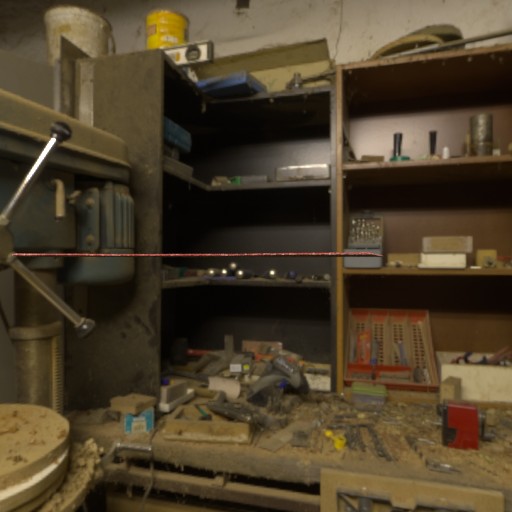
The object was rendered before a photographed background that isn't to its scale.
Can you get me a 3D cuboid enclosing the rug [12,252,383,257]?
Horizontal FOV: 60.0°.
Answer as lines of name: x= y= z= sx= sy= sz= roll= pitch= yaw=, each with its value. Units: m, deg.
rug: x=0.000 y=0.000 z=2.121 sx=1.139 sy=0.011 sz=1.747 roll=0 pitch=0 yaw=17
